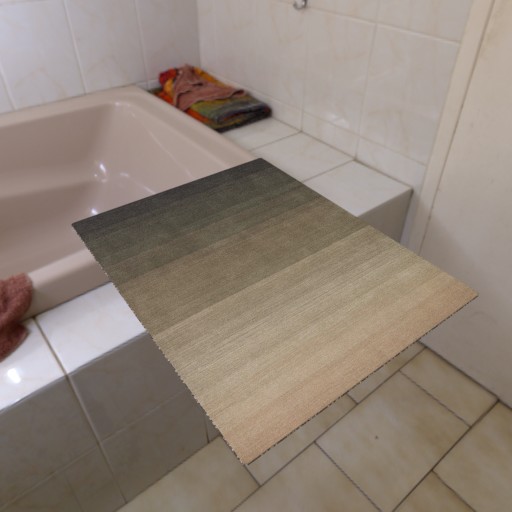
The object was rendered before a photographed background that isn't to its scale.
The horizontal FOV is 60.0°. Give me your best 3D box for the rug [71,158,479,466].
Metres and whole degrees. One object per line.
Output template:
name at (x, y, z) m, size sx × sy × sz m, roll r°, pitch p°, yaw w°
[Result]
rug at (0.000, 0.000, 3.896) m, size 2.305 × 0.017 × 2.902 m, roll -25°, pitch 46°, yaw -27°
